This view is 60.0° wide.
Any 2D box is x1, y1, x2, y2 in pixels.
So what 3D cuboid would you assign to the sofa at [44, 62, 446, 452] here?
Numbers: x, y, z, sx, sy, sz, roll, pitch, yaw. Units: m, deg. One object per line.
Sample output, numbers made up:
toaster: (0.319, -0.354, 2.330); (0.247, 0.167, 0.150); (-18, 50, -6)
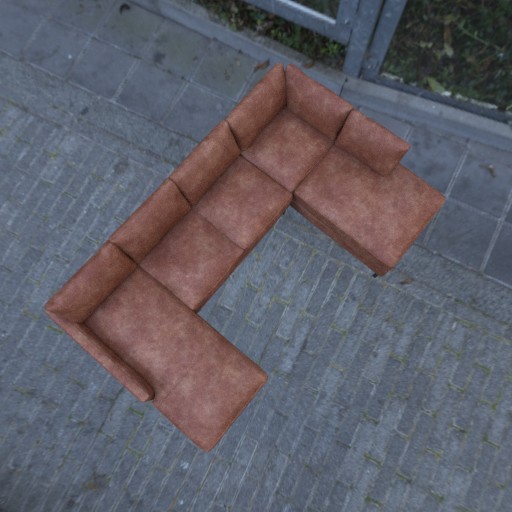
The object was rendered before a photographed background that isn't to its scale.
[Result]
sofa: (0.000, 0.000, 3.817); (1.939, 0.900, 2.956); (39, 79, 9)
